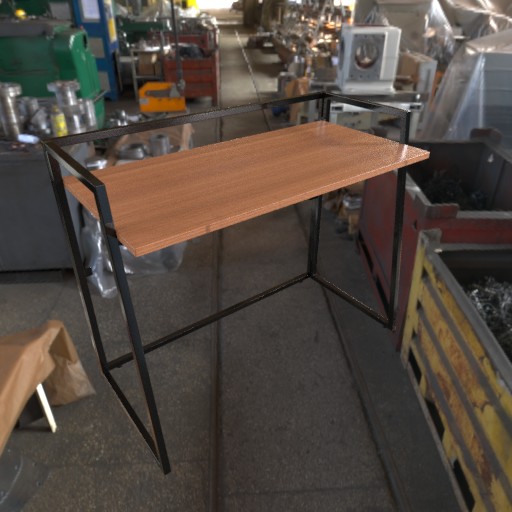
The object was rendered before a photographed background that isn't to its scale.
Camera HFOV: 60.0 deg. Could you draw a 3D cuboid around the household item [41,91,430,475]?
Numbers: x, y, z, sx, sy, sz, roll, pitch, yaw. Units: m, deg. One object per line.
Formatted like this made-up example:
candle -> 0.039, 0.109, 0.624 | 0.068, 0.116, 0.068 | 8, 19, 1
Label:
household item -> 0.000, 0.000, 1.493 | 1.050, 0.860, 0.510 | -22, 38, -31
